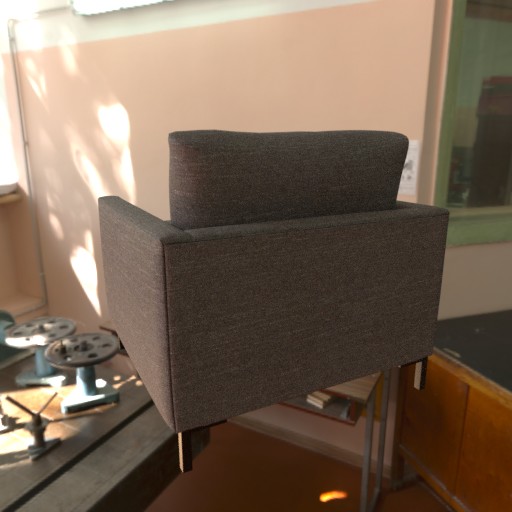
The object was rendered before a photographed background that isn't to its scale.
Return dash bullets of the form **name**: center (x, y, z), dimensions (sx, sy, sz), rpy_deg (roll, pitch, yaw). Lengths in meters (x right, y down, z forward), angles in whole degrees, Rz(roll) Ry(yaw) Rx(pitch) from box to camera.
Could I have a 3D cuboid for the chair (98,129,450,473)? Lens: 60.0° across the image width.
- **chair**: center (0.000, 0.000, 1.550), dimensions (0.940, 0.841, 0.845), rpy_deg (-7, 16, -27)
